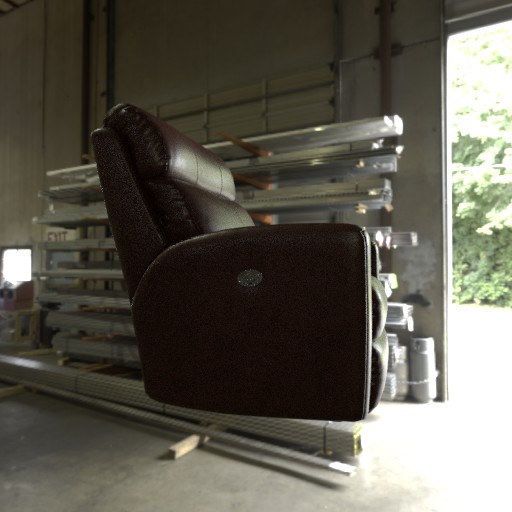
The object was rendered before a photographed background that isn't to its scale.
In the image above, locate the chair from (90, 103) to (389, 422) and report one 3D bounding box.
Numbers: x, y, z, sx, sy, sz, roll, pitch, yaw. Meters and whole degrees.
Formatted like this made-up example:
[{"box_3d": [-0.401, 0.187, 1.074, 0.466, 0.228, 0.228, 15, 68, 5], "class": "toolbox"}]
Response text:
[{"box_3d": [0.000, 0.000, 1.650, 0.939, 1.016, 0.787, 0, -2, 17], "class": "chair"}]
